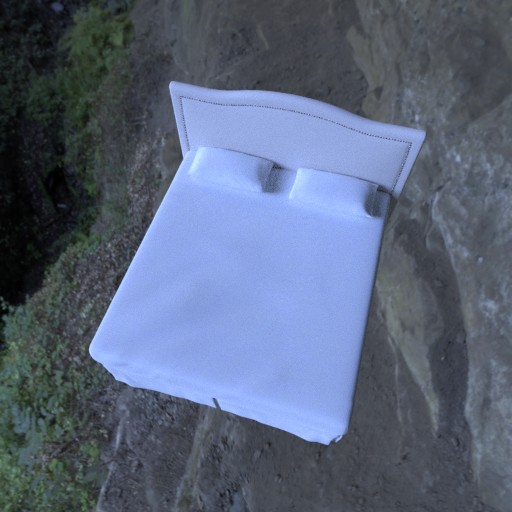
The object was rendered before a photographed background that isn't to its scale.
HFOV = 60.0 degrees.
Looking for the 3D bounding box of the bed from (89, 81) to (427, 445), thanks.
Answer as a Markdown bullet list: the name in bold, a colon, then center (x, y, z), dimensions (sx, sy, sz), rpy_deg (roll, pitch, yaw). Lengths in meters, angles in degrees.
- **bed**: center (0.000, 0.000, 3.488), dimensions (2.083, 1.421, 2.182), rpy_deg (14, 60, 8)
